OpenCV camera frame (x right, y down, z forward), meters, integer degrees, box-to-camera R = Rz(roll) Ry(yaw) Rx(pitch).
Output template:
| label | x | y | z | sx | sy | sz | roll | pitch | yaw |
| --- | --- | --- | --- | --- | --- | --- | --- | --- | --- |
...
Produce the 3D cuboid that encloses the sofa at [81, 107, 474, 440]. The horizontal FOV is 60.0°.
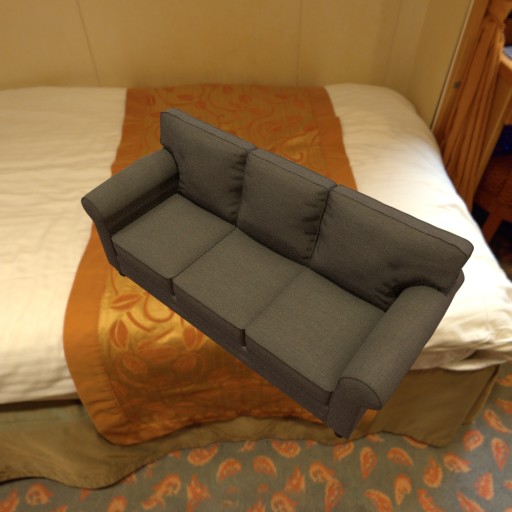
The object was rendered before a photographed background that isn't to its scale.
| label | x | y | z | sx | sy | sz | roll | pitch | yaw |
| --- | --- | --- | --- | --- | --- | --- | --- | --- | --- |
| sofa | 0.000 | 0.000 | 2.604 | 2.084 | 0.966 | 0.909 | 31 | 54 | 26 |
